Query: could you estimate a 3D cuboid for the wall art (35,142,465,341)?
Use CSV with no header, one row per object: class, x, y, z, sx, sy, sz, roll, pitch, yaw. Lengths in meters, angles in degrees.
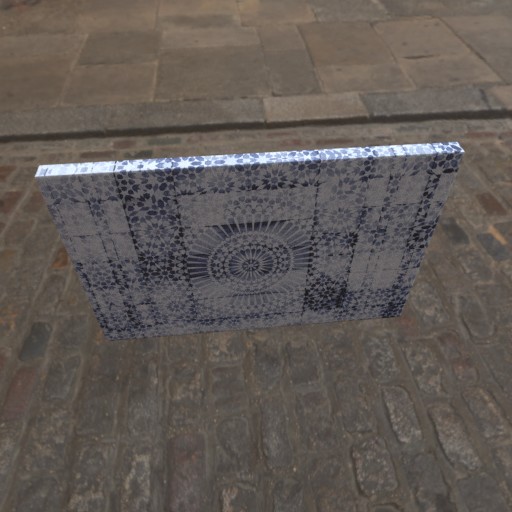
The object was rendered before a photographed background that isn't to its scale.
wall art,0.000,0.000,0.779,0.608,0.406,0.030,-4,46,-4
